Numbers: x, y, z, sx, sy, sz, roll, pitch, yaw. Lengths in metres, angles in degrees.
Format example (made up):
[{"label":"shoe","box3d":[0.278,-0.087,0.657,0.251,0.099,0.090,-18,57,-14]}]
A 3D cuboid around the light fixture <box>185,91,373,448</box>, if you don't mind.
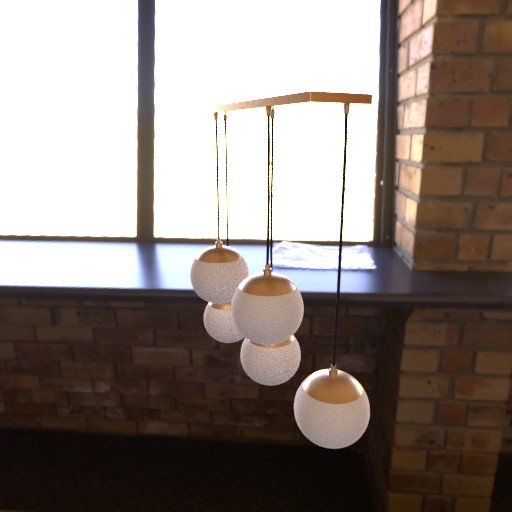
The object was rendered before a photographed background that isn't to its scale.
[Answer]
[{"label":"light fixture","box3d":[0.000,0.000,1.336,0.299,0.869,0.863,-8,17,-26]}]
